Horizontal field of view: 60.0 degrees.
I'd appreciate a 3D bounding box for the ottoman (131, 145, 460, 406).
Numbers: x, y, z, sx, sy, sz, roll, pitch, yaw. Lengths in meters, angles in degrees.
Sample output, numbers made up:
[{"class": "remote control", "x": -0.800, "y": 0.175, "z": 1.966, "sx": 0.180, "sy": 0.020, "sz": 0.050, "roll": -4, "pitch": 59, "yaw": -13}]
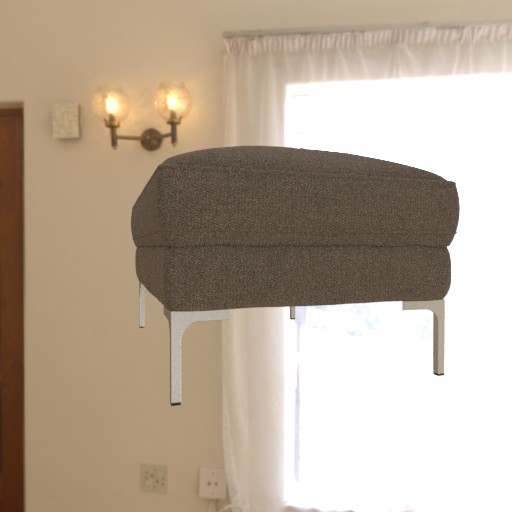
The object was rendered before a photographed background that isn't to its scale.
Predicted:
[{"class": "ottoman", "x": 0.000, "y": 0.000, "z": 1.142, "sx": 0.583, "sy": 0.464, "sz": 0.785, "roll": 0, "pitch": 1, "yaw": -19}]
